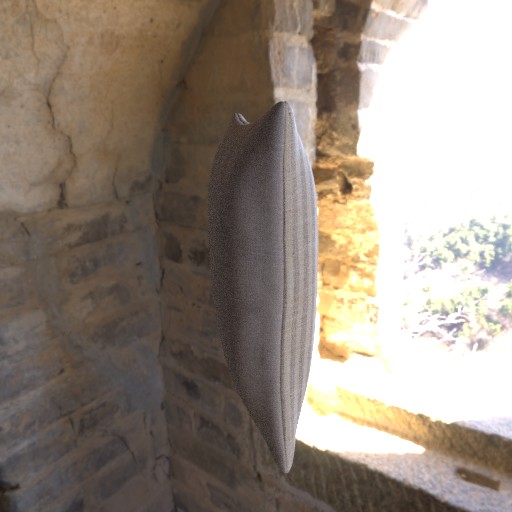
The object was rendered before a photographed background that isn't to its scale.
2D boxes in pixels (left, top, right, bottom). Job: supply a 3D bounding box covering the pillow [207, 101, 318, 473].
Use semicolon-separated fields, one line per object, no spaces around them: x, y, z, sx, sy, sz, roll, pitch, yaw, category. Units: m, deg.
0.000;0.000;0.809;0.166;0.510;0.523;-2;16;-8;pillow
